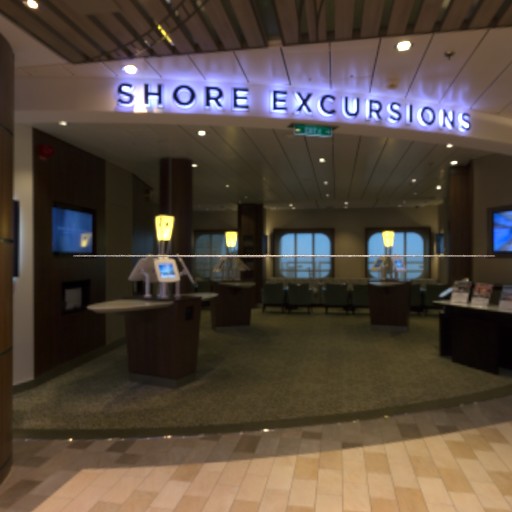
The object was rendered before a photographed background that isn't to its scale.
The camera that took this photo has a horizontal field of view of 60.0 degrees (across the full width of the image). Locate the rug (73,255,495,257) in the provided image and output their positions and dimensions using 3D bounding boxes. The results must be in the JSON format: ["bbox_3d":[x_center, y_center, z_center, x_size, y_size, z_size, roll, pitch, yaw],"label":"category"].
[{"bbox_3d":[0.000,0.000,3.796,2.283,0.006,2.892,0,0,-36],"label":"rug"}]
